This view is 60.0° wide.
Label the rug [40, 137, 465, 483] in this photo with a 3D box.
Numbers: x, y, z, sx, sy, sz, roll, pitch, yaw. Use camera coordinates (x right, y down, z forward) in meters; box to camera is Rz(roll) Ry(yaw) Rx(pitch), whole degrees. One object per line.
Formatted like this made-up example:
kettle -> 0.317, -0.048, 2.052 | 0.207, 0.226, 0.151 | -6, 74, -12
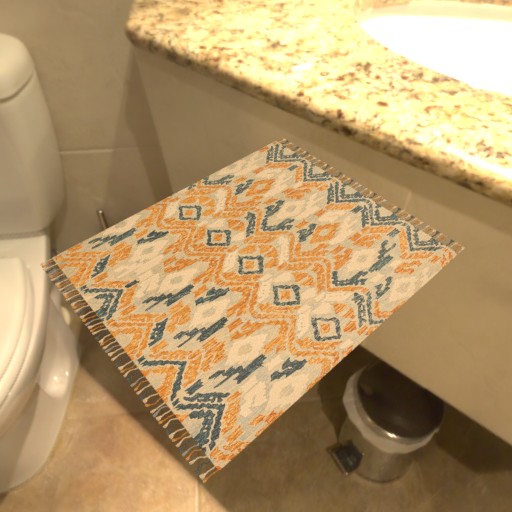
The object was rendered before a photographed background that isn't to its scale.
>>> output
rug -> 0.000, 0.000, 4.054 | 3.048, 0.010, 2.439 | -34, 56, -26
